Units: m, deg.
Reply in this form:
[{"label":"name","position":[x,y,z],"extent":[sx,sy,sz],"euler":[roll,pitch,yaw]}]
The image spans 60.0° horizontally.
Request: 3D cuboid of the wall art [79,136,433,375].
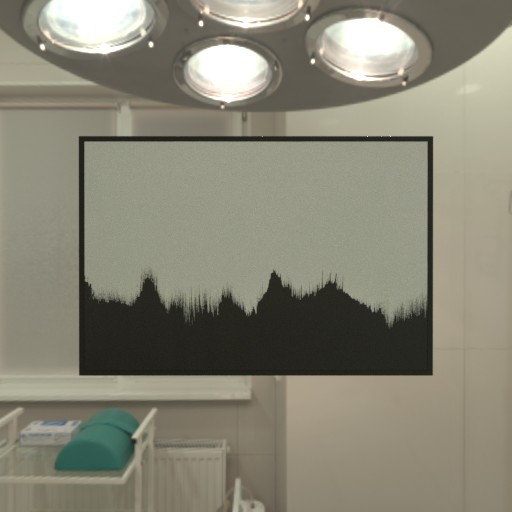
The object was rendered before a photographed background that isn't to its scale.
[{"label":"wall art","position":[0.000,0.000,0.834],"extent":[0.659,0.446,0.022],"euler":[0,0,0]}]
